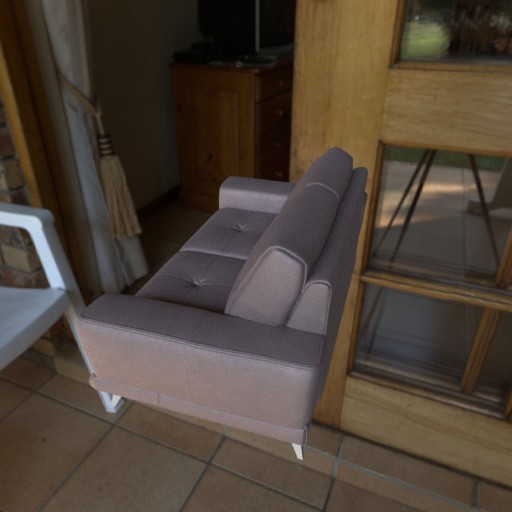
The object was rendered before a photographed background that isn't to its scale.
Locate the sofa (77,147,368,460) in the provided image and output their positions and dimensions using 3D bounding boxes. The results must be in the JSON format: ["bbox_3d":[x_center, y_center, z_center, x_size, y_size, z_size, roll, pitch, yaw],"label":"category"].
[{"bbox_3d":[0.000,0.000,2.426,1.018,0.907,1.806,9,31,15],"label":"sofa"}]
